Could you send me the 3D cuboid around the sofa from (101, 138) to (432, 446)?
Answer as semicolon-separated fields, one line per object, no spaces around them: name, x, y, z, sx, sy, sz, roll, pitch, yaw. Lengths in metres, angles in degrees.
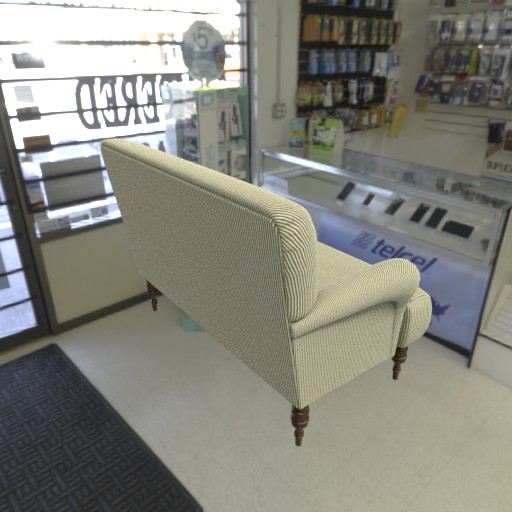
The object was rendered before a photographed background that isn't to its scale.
sofa;0.000;0.000;1.843;0.779;0.889;1.297;-19;31;-34
